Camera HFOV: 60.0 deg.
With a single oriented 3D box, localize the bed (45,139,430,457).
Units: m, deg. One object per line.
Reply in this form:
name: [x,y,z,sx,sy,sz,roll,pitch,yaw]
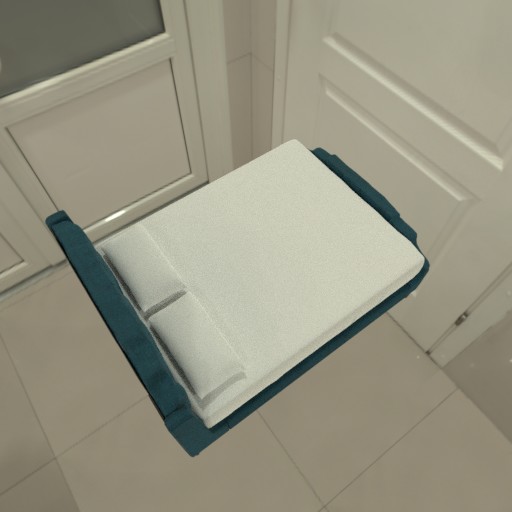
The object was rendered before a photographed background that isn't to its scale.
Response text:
bed: [0.000,0.000,3.380,2.322,1.351,1.676,-32,64,-18]
